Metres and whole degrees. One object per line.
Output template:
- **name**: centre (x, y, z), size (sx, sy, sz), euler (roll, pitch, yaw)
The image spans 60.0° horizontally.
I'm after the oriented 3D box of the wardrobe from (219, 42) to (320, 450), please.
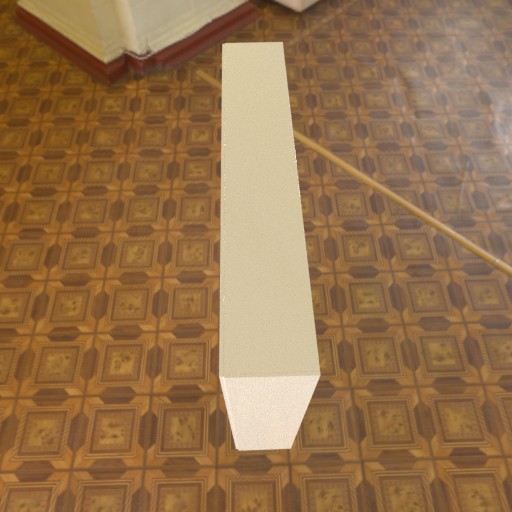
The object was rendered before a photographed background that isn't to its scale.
- **wardrobe**: centre (0.000, 0.000, 4.140), size (0.580, 2.360, 3.000), euler (-2, 58, -1)
